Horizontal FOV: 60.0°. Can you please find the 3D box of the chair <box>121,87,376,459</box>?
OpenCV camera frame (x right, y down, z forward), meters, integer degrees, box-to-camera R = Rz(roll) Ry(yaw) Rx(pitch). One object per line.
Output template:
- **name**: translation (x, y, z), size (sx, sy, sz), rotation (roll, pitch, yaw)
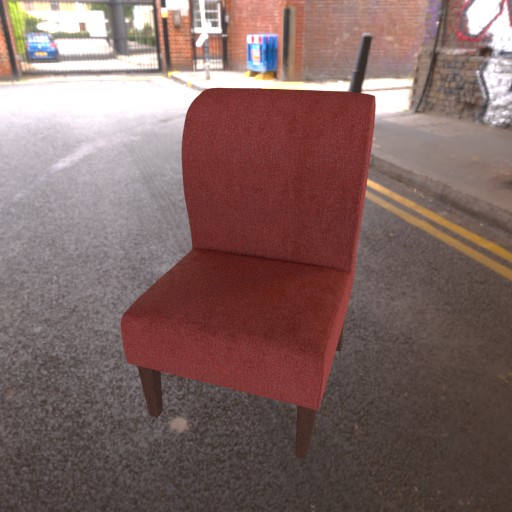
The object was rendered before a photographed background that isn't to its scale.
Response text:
- **chair**: translation (0.000, 0.000, 1.271), size (0.538, 0.846, 0.640), rotation (9, 28, 17)
